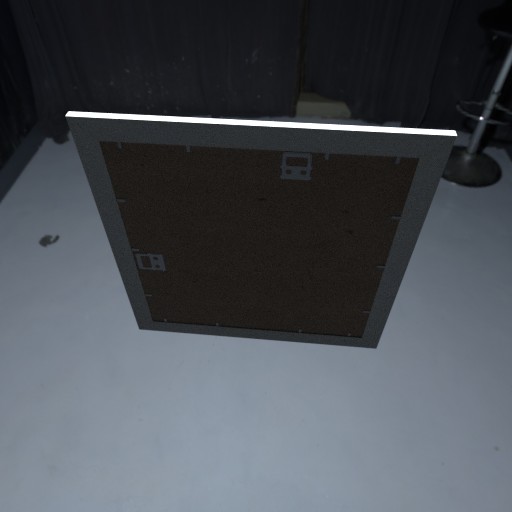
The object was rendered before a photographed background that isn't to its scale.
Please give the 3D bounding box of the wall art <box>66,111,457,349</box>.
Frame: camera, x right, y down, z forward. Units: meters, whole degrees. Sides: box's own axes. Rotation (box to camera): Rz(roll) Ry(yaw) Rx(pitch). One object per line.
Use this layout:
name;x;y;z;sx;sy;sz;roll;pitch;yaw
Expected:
wall art;0.000;0.000;0.880;0.584;0.584;0.013;4;47;4
